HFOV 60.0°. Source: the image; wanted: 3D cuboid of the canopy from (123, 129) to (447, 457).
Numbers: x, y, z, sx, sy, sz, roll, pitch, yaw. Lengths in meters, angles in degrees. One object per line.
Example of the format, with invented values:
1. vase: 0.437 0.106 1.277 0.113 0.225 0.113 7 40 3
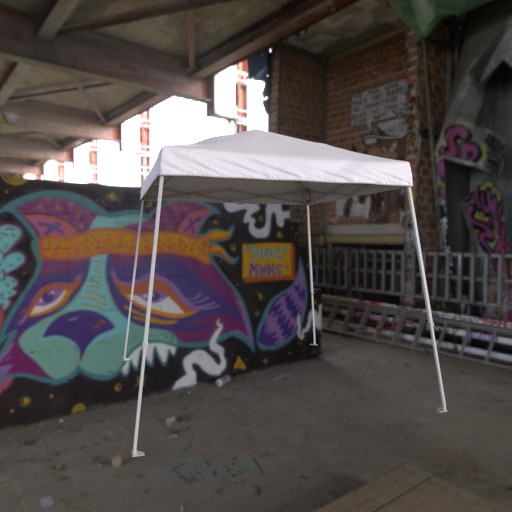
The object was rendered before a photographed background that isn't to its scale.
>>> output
1. canopy: 0.000 0.000 5.020 2.850 2.850 2.849 -1 2 -18
